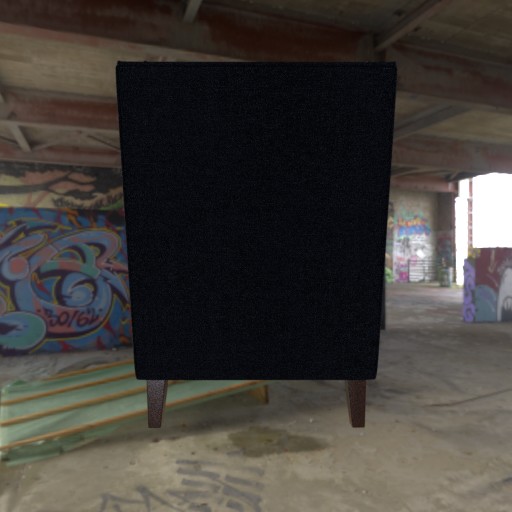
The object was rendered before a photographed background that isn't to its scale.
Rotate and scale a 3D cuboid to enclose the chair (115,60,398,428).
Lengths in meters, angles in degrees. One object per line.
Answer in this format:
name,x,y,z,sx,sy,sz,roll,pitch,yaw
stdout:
chair,0.000,0.000,1.651,0.764,1.072,0.947,0,0,0
